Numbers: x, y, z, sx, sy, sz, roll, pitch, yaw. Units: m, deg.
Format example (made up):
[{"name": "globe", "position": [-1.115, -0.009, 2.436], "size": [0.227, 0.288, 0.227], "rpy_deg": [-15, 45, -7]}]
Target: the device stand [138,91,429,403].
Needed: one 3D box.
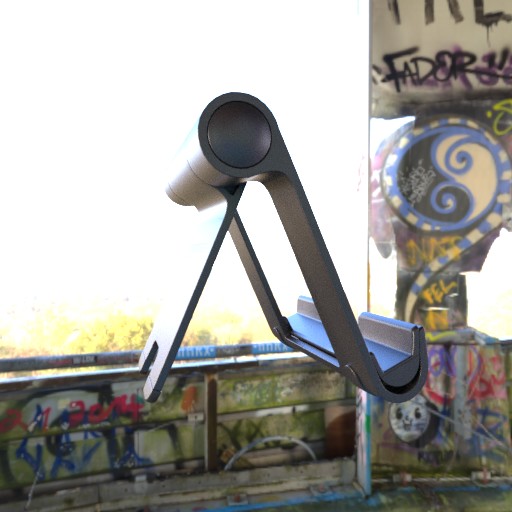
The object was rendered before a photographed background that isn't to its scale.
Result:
[{"name": "device stand", "position": [0.000, 0.000, 0.156], "size": [0.079, 0.084, 0.088], "rpy_deg": [0, 1, -18]}]
